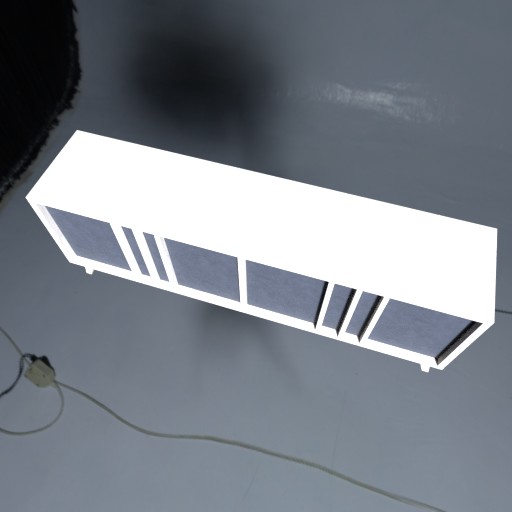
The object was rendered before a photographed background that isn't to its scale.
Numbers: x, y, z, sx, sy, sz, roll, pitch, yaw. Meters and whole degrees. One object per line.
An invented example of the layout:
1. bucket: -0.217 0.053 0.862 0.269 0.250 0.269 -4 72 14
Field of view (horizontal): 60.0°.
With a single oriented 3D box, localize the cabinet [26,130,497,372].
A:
1. cabinet: 0.000 0.000 2.439 2.198 0.779 0.499 15 59 9
